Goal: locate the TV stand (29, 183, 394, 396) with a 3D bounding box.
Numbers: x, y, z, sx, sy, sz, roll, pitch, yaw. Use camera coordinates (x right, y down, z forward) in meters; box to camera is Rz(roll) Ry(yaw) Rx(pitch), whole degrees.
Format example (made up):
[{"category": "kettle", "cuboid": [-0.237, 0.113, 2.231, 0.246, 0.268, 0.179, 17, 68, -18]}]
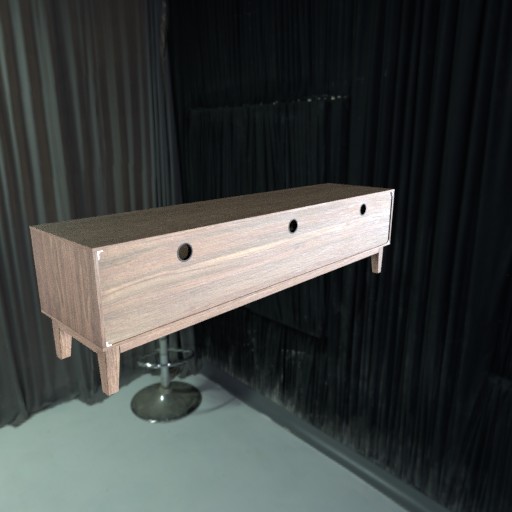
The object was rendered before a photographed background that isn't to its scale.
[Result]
[{"category": "TV stand", "cuboid": [0.000, 0.000, 1.708, 0.366, 0.409, 1.482, 14, 21, 41]}]
